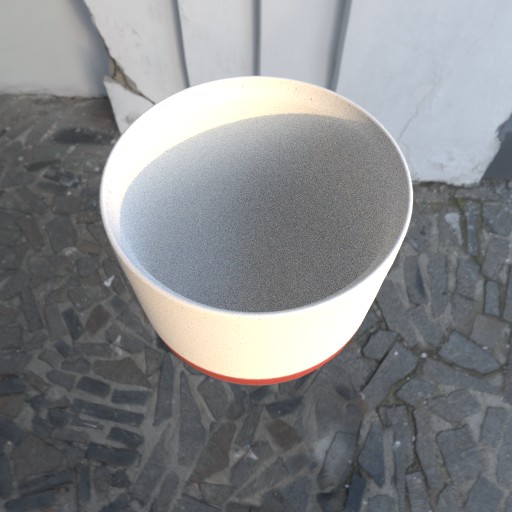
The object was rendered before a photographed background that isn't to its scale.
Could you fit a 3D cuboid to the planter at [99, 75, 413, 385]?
[{"bbox_3d":[0.000,0.000,0.495,0.268,0.270,0.268,0,59,0],"label":"planter"}]
